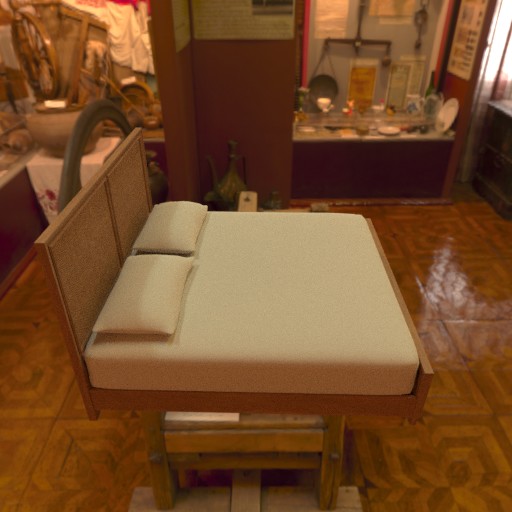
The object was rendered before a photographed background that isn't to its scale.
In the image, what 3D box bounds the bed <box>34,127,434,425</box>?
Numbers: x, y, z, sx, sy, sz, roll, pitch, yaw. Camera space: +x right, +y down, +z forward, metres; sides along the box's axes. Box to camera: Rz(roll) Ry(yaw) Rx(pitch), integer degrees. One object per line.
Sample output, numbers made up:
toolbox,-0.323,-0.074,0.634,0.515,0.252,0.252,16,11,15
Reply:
bed,0.000,0.000,3.425,2.184,1.387,2.003,1,32,1
